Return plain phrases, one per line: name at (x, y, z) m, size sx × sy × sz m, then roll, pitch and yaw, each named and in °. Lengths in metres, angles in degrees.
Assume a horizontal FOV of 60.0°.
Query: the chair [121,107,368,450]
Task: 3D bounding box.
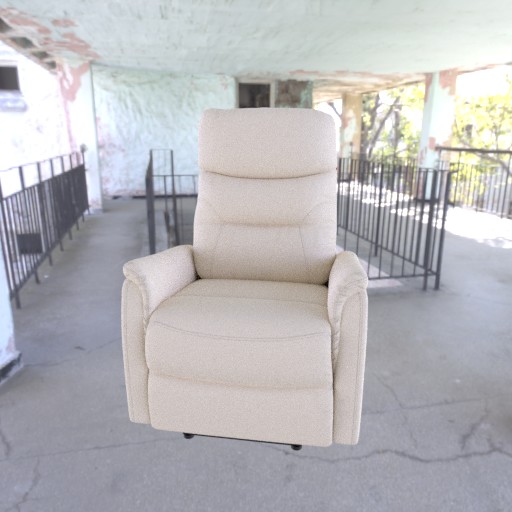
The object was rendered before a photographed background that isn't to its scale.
chair at (0.000, 0.000, 1.653) m, size 0.775 × 1.082 × 0.831 m, roll 2°, pitch 15°, yaw 9°
